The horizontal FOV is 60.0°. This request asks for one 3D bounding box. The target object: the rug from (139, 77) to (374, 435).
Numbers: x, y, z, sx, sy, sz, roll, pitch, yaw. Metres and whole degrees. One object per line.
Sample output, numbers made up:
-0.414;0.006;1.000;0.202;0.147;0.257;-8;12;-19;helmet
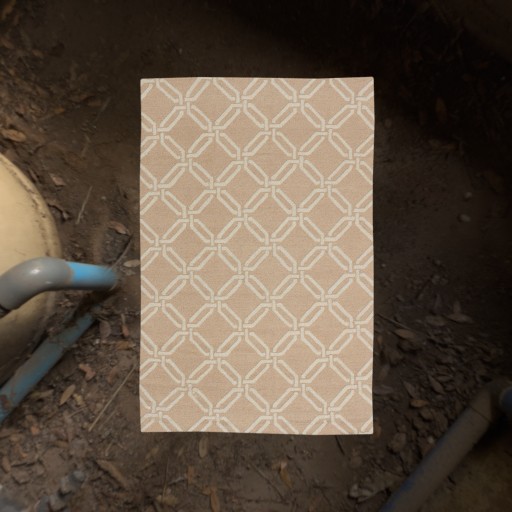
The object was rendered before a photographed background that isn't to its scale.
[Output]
0.000;0.000;2.162;1.146;0.010;1.745;0;90;1;rug
